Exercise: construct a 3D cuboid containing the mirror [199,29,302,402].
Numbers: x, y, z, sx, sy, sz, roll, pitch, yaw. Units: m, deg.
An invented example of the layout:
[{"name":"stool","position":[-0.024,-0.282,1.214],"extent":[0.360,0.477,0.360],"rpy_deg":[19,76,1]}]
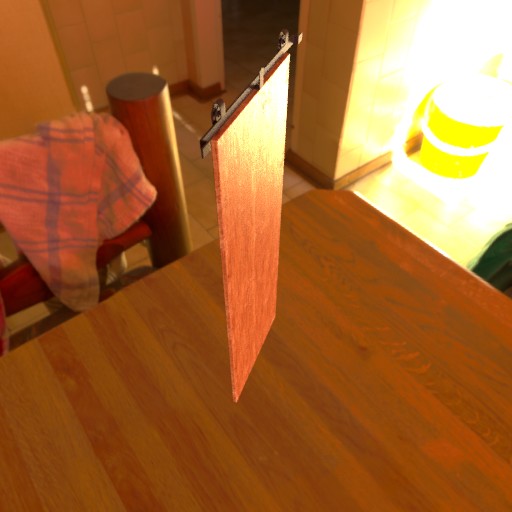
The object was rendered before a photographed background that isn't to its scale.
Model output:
[{"name":"mirror","position":[0.000,0.000,2.046],"extent":[0.042,1.793,0.847],"rpy_deg":[16,49,15]}]
